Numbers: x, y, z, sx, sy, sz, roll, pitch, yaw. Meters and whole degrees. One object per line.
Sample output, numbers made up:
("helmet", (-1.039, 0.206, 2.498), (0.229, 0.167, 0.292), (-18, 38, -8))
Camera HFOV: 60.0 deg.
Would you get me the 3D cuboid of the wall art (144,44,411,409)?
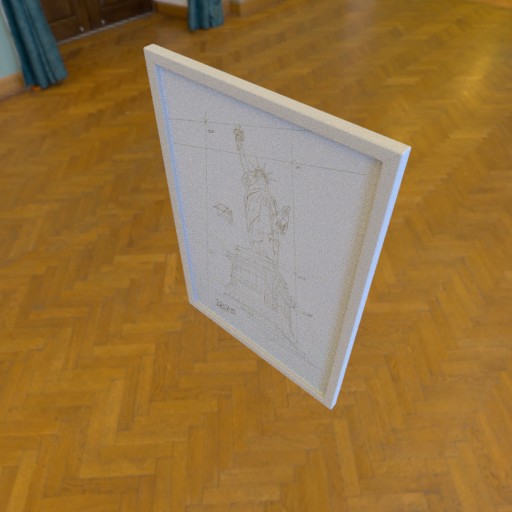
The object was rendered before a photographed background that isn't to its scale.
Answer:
("wall art", (0.000, 0.000, 1.035), (0.556, 0.813, 0.026), (32, 55, 27))
